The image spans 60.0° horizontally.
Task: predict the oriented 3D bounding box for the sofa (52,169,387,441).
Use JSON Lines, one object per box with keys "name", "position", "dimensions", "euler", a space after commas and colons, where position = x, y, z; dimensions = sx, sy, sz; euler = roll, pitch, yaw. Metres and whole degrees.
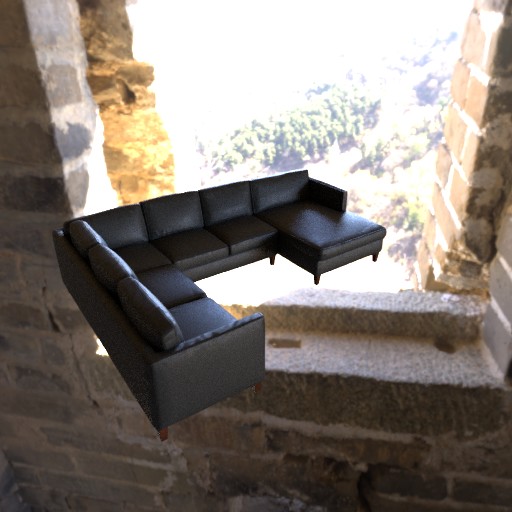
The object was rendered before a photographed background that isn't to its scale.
{"name": "sofa", "position": [0.000, 0.000, 4.682], "dimensions": [3.460, 0.923, 2.593], "euler": [-18, 32, -31]}
